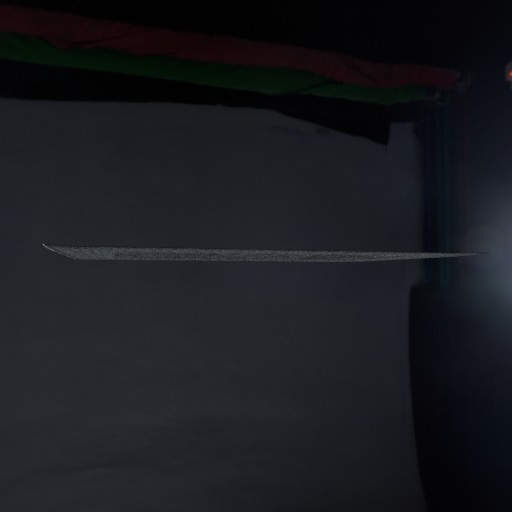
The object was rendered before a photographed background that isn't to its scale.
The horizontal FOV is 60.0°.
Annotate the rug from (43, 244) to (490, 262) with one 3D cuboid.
[{"bbox_3d":[0.000,0.000,2.272,1.828,0.019,1.209,1,-3,-18],"label":"rug"}]
